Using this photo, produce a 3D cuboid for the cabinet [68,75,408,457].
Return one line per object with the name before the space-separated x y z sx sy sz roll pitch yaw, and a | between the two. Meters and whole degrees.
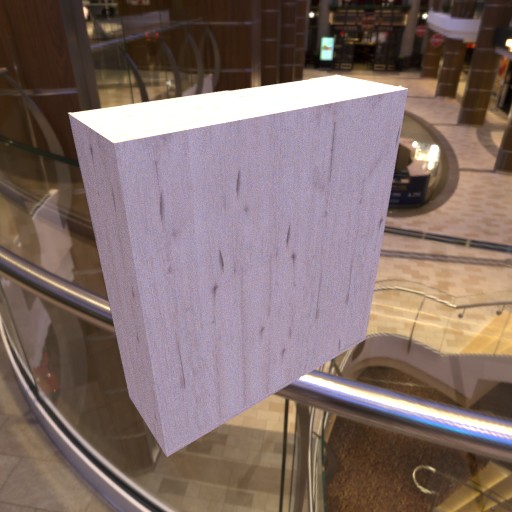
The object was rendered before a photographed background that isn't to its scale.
cabinet | 0.000 0.000 3.203 2.000 2.180 0.660 -21 37 -30
